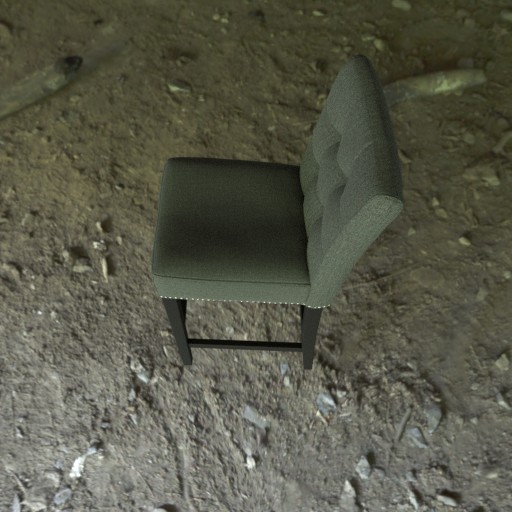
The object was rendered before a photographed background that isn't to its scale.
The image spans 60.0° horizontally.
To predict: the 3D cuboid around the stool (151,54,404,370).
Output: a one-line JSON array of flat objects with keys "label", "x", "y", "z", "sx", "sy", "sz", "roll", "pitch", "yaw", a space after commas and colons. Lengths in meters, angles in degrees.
[{"label": "stool", "x": 0.000, "y": 0.000, "z": 1.305, "sx": 0.548, "sy": 1.047, "sz": 0.411, "roll": -1, "pitch": 59, "yaw": 0}]
